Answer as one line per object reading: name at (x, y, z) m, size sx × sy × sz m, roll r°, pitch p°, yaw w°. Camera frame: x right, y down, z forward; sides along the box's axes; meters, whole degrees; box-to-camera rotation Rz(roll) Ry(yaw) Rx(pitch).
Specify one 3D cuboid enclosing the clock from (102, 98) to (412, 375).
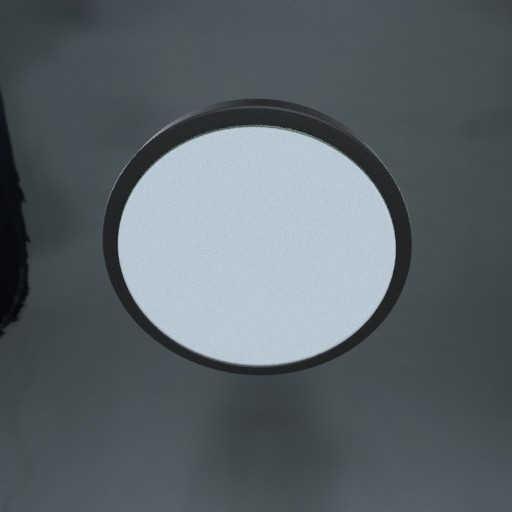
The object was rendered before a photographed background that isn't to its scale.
clock at (0.000, 0.000, 0.438) m, size 0.293 × 0.293 × 0.040 m, roll 1°, pitch 30°, yaw 2°
